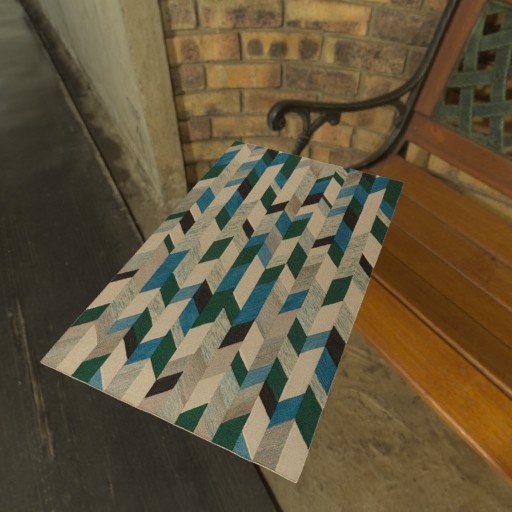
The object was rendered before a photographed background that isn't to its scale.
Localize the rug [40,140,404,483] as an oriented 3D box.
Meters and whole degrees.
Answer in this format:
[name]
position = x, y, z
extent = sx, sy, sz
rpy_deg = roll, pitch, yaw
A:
[rug]
position = 0.000, 0.000, 2.979
extent = 1.507, 0.007, 2.433
rpy_deg = 18, 49, 16
